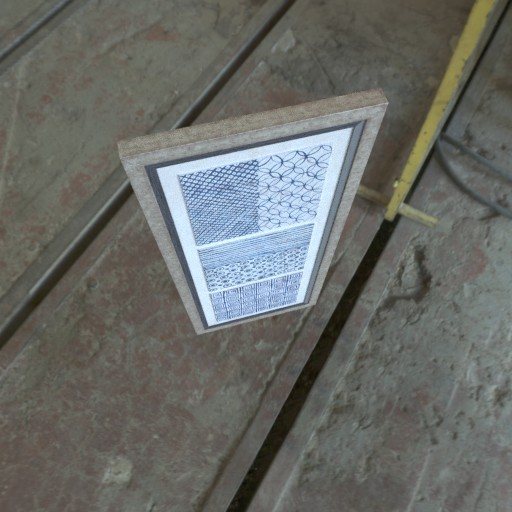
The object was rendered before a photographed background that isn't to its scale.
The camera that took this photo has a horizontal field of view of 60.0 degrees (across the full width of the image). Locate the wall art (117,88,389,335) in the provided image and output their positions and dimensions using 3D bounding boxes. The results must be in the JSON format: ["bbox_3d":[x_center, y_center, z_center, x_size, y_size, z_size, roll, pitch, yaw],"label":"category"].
[{"bbox_3d":[0.000,0.000,1.699,0.648,1.461,0.051,-13,65,-6],"label":"wall art"}]
